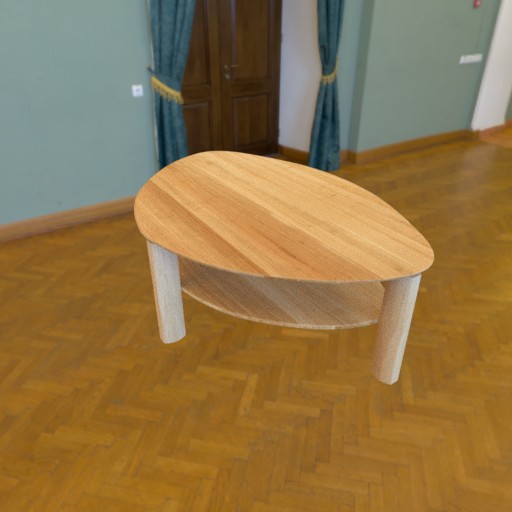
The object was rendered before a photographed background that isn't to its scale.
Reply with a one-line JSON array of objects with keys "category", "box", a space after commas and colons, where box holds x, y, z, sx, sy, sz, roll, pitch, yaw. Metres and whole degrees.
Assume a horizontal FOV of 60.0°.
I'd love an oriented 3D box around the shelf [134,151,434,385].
[{"category": "shelf", "box": [0.000, 0.000, 1.682, 0.845, 0.440, 1.246, -19, 35, -29]}]
